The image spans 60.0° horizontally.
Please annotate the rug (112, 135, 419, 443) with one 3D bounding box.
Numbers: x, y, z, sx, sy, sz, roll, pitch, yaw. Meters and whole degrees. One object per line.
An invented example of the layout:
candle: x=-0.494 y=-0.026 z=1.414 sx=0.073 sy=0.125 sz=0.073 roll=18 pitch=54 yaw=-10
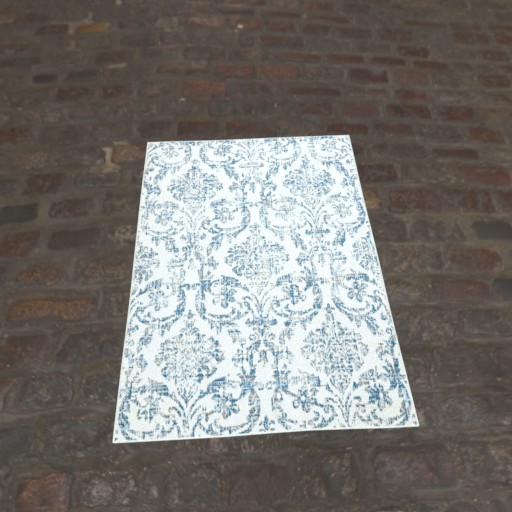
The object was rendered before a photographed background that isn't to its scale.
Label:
rug: x=0.000 y=0.000 z=2.878 sx=1.586 sy=0.014 sz=2.197 roll=-3 pitch=57 yaw=-2
